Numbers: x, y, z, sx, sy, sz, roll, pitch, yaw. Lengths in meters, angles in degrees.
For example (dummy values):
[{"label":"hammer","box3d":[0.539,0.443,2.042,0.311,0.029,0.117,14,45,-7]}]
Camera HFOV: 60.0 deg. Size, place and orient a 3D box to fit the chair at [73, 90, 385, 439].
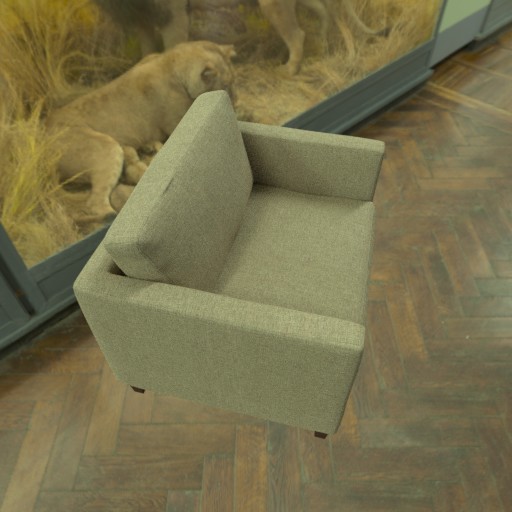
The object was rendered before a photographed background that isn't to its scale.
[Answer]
[{"label":"chair","box3d":[0.000,0.000,1.871,0.959,0.987,1.107,11,49,9]}]
